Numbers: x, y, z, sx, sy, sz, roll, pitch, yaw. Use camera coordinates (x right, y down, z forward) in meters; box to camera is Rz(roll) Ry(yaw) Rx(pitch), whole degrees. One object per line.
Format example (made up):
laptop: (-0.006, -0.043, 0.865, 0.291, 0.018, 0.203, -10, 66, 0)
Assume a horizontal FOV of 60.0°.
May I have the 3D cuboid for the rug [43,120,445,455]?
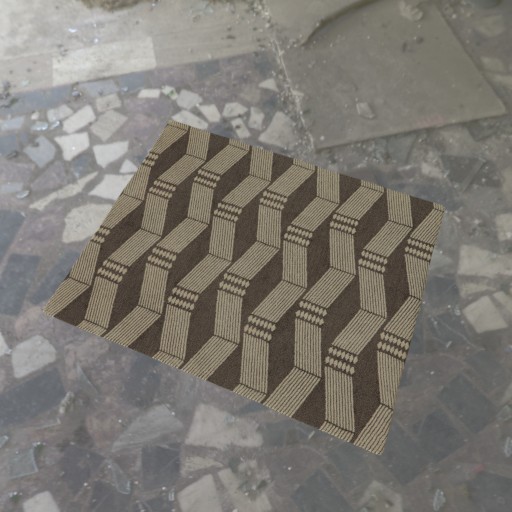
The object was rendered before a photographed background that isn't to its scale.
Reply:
rug: (0.000, 0.000, 4.126, 3.048, 0.016, 2.438, 20, 64, 10)
